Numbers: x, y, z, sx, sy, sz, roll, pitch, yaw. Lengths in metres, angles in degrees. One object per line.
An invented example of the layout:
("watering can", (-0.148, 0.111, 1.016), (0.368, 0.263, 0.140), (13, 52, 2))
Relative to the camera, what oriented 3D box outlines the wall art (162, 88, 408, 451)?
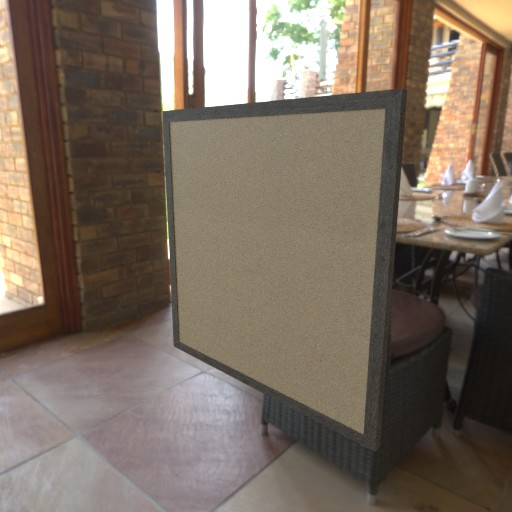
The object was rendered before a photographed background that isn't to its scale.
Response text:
("wall art", (0.000, 0.000, 0.696), (0.457, 0.457, 0.013), (13, 19, 43))
